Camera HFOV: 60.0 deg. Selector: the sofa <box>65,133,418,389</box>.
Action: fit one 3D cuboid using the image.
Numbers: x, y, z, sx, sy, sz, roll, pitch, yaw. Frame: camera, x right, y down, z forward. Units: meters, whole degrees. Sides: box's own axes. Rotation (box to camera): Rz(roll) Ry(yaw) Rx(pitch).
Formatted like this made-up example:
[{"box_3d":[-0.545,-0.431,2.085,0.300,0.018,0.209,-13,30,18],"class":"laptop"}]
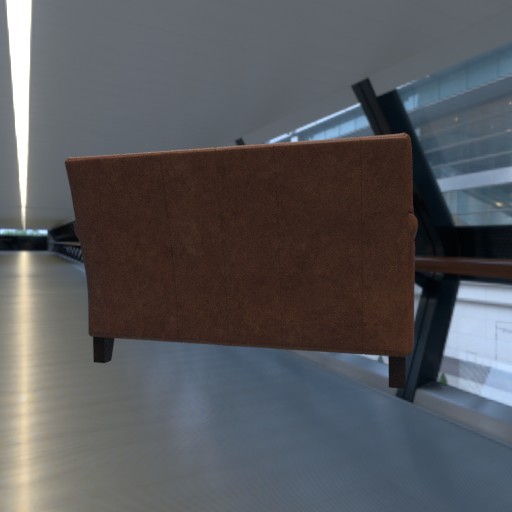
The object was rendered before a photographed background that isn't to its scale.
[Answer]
[{"box_3d":[0.000,0.000,2.211,1.527,1.004,1.077,0,1,17],"class":"sofa"}]
